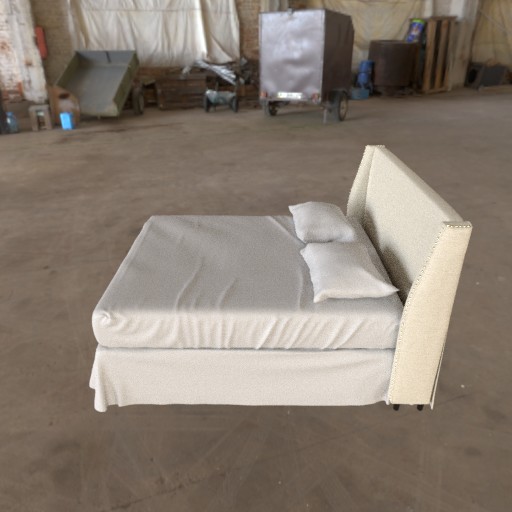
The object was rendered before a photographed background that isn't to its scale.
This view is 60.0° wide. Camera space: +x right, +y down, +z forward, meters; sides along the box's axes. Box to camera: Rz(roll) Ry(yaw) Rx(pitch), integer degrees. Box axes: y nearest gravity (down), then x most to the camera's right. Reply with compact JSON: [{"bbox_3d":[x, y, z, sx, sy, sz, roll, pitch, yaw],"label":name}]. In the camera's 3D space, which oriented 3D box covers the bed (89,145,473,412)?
[{"bbox_3d":[0.000,0.000,3.414,2.276,1.332,1.925,0,27,0],"label":"bed"}]
